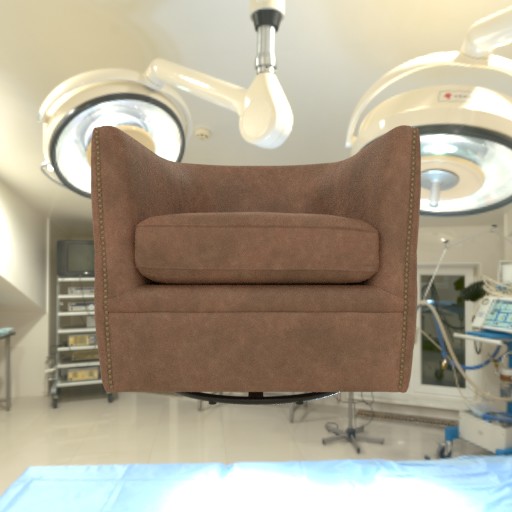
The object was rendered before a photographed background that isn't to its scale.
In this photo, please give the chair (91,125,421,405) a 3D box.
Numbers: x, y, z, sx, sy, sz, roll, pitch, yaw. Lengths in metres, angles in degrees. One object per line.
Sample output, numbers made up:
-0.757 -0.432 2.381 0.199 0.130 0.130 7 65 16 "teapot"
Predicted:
0.000 0.000 1.520 0.850 0.790 0.870 0 -1 0 "chair"
